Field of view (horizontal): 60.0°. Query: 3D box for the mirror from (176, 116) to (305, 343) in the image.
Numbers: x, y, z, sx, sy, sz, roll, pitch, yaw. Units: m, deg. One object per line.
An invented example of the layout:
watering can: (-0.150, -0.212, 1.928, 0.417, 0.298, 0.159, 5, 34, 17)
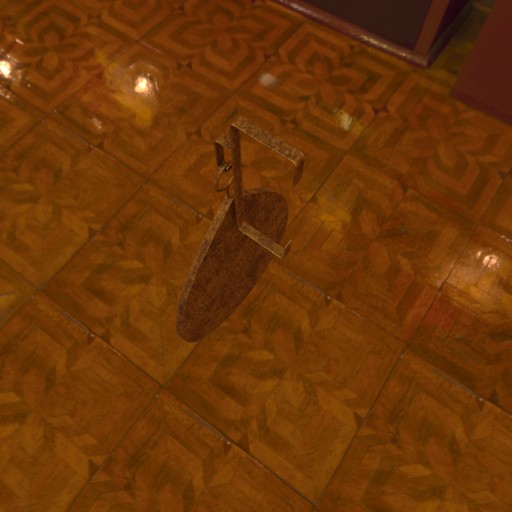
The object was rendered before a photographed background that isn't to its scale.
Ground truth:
mirror: (0.000, 0.000, 0.911, 0.144, 0.744, 0.405, 35, 69, 15)
